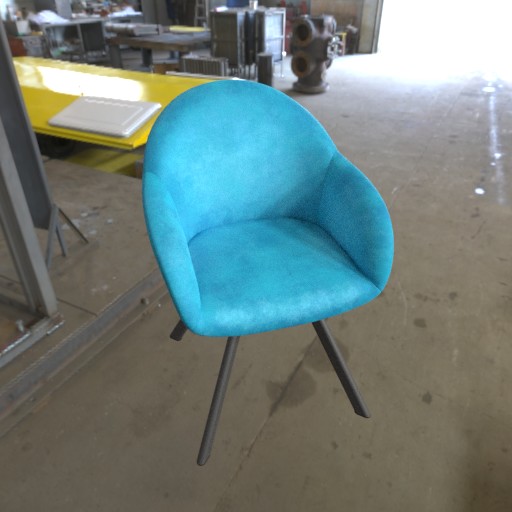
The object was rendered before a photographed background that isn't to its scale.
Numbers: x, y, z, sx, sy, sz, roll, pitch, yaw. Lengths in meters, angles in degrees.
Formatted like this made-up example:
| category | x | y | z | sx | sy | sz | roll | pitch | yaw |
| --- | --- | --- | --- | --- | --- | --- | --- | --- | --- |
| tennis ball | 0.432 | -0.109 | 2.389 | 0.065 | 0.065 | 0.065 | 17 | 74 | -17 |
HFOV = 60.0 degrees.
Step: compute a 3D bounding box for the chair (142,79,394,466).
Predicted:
| category | x | y | z | sx | sy | sz | roll | pitch | yaw |
| --- | --- | --- | --- | --- | --- | --- | --- | --- | --- |
| chair | 0.000 | 0.000 | 1.189 | 0.550 | 0.795 | 0.590 | -10 | 34 | -15 |
